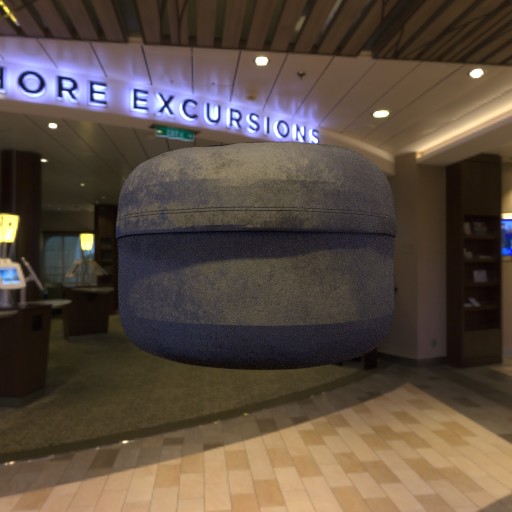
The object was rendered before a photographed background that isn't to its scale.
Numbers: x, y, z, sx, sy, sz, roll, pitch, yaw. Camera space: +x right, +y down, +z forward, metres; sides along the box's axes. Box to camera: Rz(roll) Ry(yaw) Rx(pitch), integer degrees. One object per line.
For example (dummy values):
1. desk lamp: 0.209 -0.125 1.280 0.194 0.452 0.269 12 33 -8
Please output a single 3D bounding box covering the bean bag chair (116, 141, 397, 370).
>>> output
1. bean bag chair: 0.000 0.000 1.510 0.918 0.605 0.918 0 0 0
